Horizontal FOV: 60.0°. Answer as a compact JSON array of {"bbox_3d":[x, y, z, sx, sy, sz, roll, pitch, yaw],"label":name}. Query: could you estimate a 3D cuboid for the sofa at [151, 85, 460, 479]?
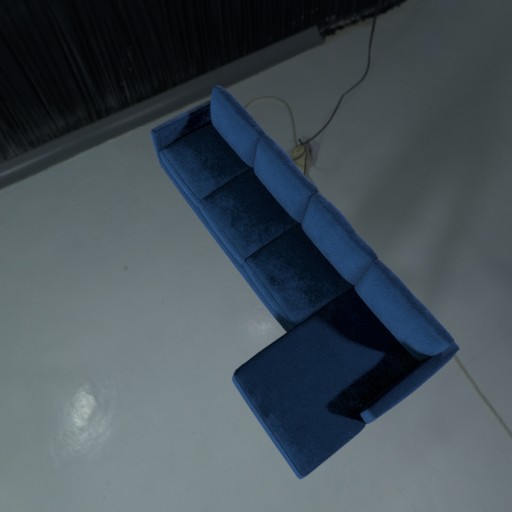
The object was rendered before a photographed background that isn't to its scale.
[{"bbox_3d":[0.000,0.000,3.487,1.350,0.810,2.932,-32,68,-15],"label":"sofa"}]
